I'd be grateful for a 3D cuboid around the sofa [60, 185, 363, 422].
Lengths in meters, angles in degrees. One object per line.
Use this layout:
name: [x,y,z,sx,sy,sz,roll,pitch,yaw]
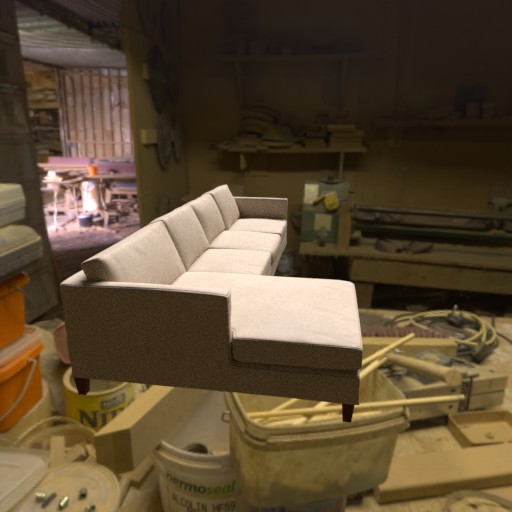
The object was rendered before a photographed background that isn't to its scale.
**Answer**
sofa: [0.000,0.000,3.802,1.625,0.846,3.186,3,16,9]
